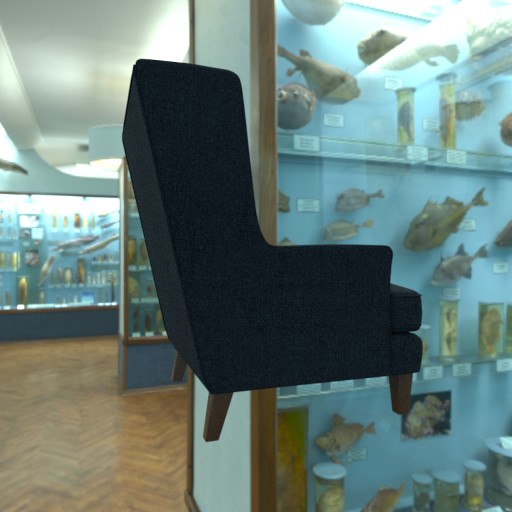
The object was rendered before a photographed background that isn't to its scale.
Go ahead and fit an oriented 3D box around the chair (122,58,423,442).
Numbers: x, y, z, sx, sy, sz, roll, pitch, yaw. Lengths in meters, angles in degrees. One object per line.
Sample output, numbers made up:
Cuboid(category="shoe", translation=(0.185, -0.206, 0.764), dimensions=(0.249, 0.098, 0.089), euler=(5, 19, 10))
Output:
Cuboid(category="chair", translation=(0.000, 0.000, 1.683), dimensions=(0.947, 1.072, 0.764), euler=(0, 0, -19))
